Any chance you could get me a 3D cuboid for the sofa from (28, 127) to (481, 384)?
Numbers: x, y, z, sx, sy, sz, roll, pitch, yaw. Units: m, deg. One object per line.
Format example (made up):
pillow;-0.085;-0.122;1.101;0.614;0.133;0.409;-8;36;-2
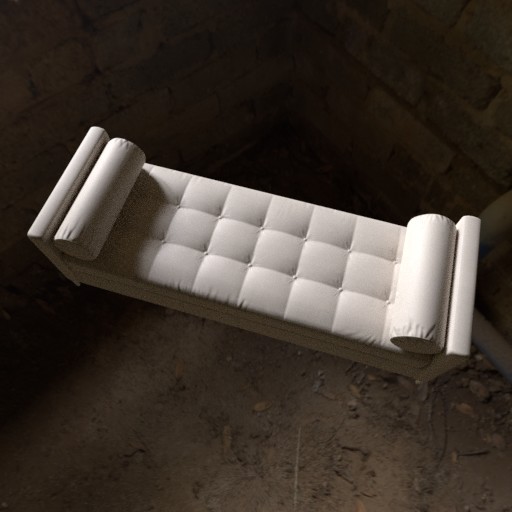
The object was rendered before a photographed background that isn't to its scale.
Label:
sofa;0.000;0.000;2.294;1.981;0.635;0.686;15;65;7
